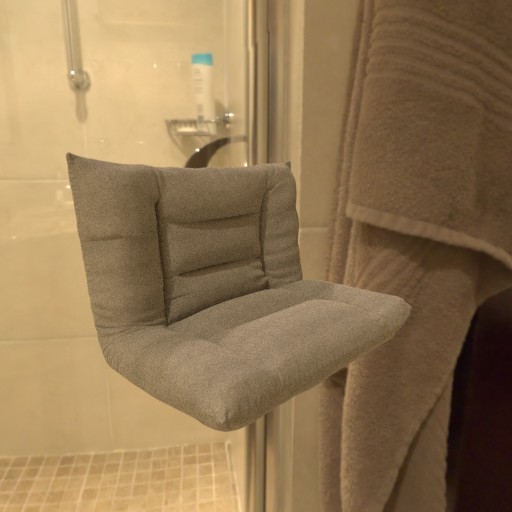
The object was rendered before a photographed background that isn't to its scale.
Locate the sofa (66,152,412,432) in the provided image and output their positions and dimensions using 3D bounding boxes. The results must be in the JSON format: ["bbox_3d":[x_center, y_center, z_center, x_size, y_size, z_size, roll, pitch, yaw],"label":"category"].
[{"bbox_3d":[0.000,0.000,1.745,0.847,0.795,1.144,13,19,43],"label":"sofa"}]
